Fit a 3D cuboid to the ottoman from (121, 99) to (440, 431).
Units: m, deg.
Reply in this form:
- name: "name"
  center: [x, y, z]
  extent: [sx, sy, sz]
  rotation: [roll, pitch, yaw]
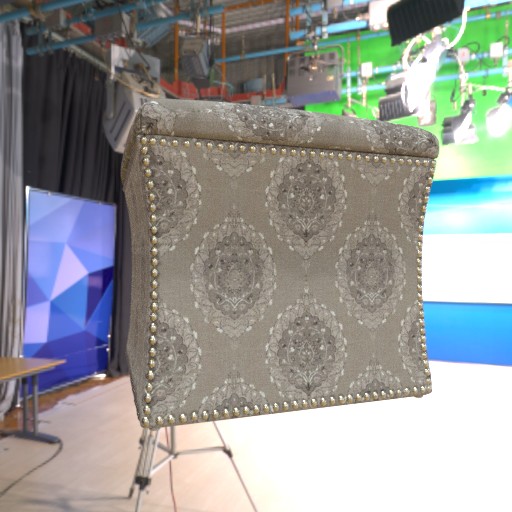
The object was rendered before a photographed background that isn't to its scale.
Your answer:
- name: "ottoman"
  center: [0.000, 0.000, 0.880]
  extent: [0.507, 0.473, 0.497]
  rotation: [0, 0, -19]
